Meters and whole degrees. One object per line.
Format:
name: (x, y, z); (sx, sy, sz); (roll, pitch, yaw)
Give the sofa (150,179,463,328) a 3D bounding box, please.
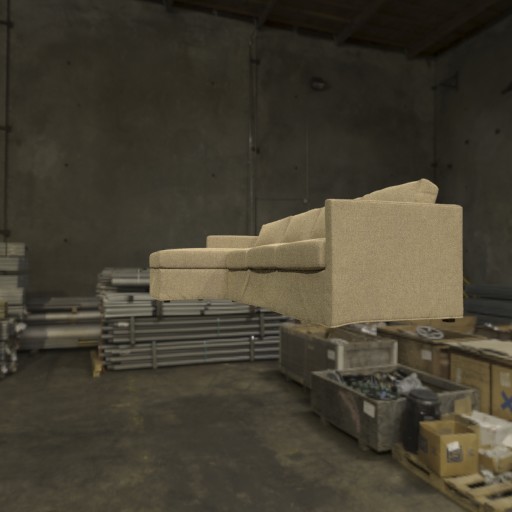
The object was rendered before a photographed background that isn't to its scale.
sofa: (0.000, 0.000, 3.975); (1.638, 0.920, 3.198); (1, -2, -19)
